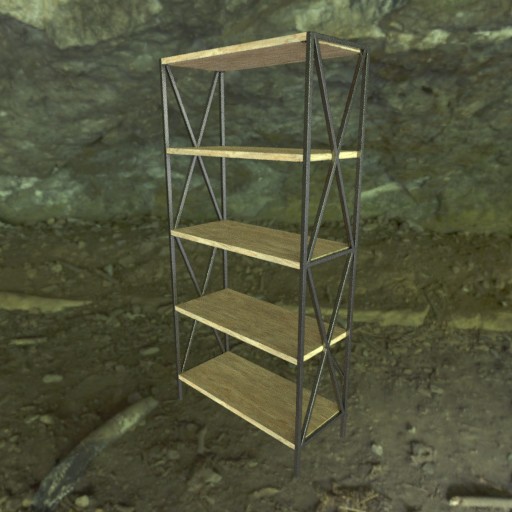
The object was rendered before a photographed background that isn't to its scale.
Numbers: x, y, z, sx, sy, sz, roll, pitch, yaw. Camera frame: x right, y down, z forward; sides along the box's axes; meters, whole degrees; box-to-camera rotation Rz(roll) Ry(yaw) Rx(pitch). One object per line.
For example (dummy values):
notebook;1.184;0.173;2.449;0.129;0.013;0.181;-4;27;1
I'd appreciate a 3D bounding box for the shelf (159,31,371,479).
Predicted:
shelf;0.000;0.000;2.141;0.874;1.803;0.386;15;22;42
